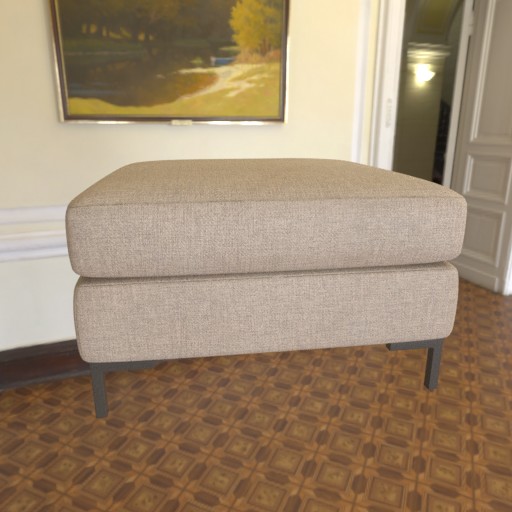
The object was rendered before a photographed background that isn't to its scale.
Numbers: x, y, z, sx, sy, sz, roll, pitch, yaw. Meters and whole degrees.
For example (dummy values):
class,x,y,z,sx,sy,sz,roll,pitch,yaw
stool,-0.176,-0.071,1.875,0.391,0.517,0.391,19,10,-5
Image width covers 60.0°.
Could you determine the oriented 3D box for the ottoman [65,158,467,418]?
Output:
class,x,y,z,sx,sy,sz,roll,pitch,yaw
ottoman,0.000,0.000,1.196,0.820,0.490,0.671,-2,17,-8
